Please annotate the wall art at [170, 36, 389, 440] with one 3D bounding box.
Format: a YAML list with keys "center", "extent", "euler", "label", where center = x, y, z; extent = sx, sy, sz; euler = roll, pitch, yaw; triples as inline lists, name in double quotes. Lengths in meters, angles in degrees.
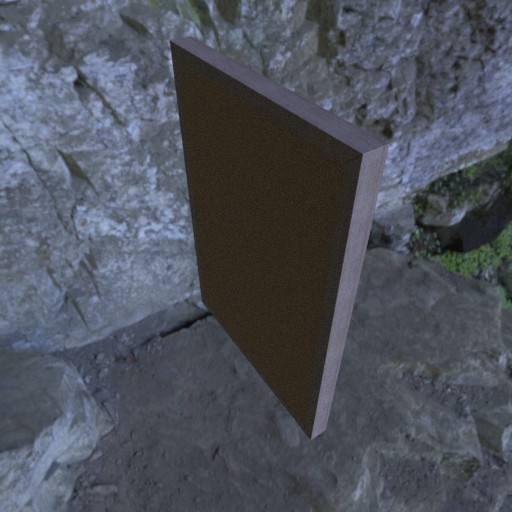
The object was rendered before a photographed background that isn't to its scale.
- center: [0.000, 0.000, 0.647]
  extent: [0.031, 0.509, 0.356]
  euler: [-25, 48, -25]
  label: "wall art"
